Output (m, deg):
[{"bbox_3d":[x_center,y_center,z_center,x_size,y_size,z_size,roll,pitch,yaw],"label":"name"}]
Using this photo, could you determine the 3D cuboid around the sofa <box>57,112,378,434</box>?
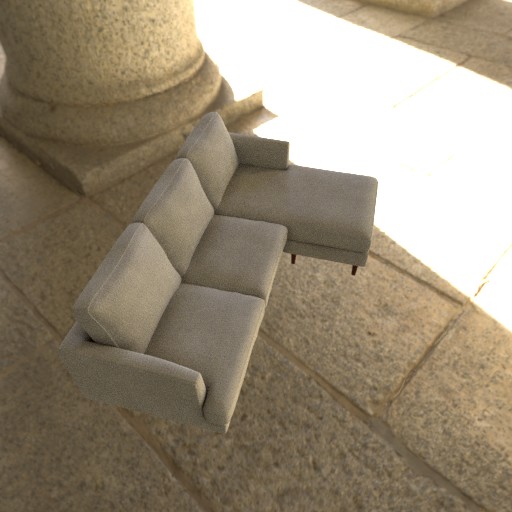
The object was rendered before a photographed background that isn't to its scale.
[{"bbox_3d":[0.000,0.000,2.985,1.504,0.956,2.233,11,47,10],"label":"sofa"}]
